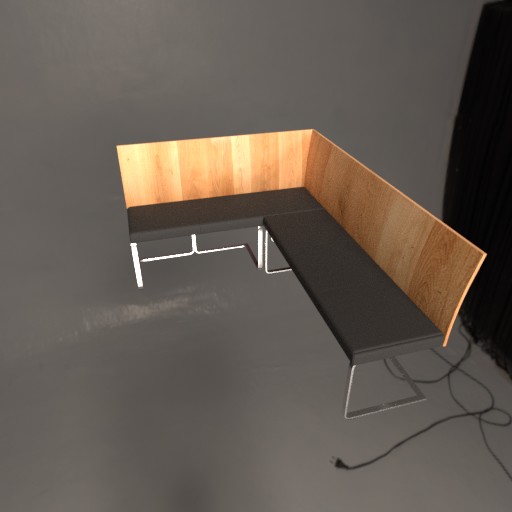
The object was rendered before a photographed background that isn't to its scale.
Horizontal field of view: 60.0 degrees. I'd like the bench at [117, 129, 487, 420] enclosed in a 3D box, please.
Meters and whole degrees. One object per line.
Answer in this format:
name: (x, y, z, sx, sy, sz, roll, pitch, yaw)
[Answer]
bench: (0.000, 0.000, 2.756, 1.495, 0.930, 1.945, -9, 33, -13)
